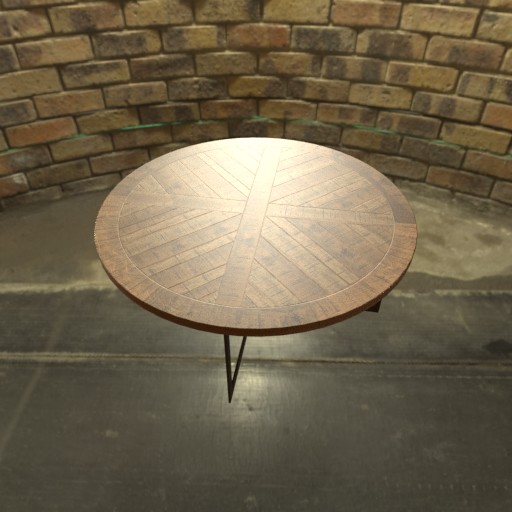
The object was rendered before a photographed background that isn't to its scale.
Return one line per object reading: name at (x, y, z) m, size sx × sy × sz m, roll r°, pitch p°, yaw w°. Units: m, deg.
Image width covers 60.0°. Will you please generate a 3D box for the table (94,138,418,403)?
table at (0.000, 0.000, 1.965) m, size 1.264 × 0.516 × 1.264 m, roll 0°, pitch 41°, yaw 0°
